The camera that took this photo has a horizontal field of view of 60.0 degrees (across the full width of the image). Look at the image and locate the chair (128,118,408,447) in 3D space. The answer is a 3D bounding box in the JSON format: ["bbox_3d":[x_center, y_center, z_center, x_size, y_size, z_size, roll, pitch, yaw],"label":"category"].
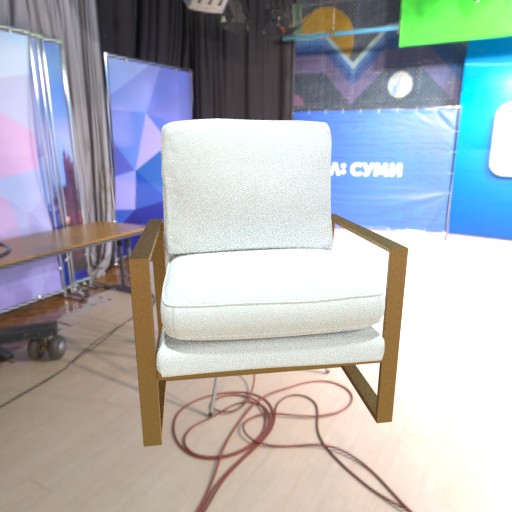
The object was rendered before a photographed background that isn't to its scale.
[{"bbox_3d":[0.000,0.000,1.621,0.805,0.966,0.813,-2,17,-8],"label":"chair"}]
